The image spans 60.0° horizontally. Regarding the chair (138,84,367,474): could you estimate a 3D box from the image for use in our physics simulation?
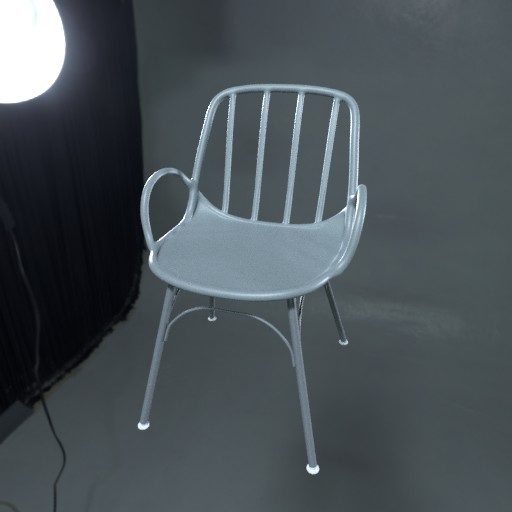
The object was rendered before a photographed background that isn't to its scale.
[{"bbox_3d":[0.000,0.000,1.194,0.549,0.816,0.597,8,27,15],"label":"chair"}]
